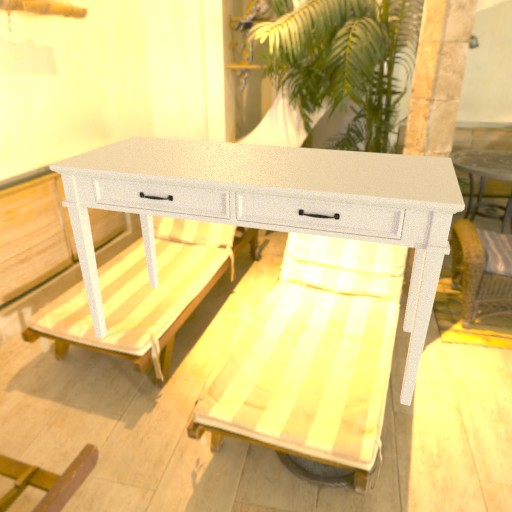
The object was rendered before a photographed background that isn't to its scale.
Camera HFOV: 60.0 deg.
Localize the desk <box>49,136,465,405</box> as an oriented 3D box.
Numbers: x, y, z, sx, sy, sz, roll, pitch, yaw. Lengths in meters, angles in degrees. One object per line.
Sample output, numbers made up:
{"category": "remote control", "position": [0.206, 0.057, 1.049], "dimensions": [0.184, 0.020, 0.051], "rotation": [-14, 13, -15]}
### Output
{"category": "desk", "position": [0.000, 0.000, 1.800], "dimensions": [1.372, 0.774, 0.559], "rotation": [8, 27, 16]}
